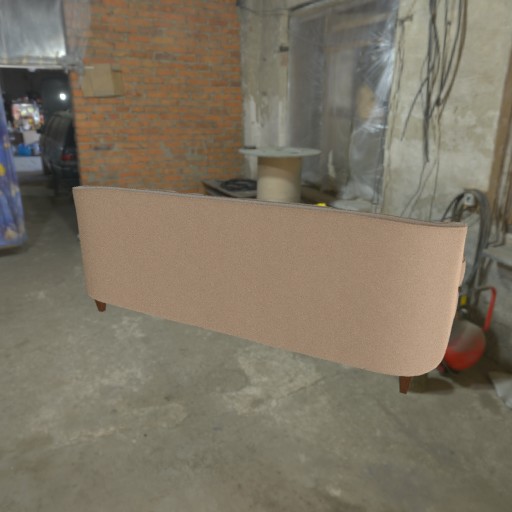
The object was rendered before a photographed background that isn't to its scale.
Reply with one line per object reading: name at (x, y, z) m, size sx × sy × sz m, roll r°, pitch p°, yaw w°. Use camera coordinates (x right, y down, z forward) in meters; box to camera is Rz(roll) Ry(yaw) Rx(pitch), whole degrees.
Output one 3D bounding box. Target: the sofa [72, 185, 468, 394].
sofa at (0.000, 0.000, 2.688) m, size 2.278 × 0.855 × 0.941 m, roll 9°, pitch 20°, yaw 26°
